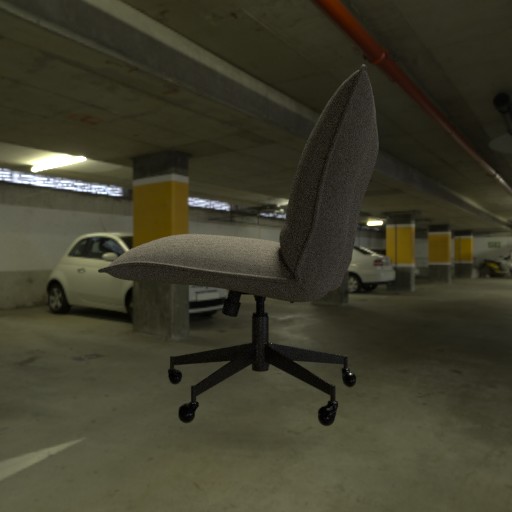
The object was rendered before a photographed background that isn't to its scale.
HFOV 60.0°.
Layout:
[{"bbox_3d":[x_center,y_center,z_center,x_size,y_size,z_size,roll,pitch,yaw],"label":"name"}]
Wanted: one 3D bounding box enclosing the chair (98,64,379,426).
[{"bbox_3d":[0.000,0.000,1.309,0.696,0.811,0.597,0,0,18],"label":"chair"}]
